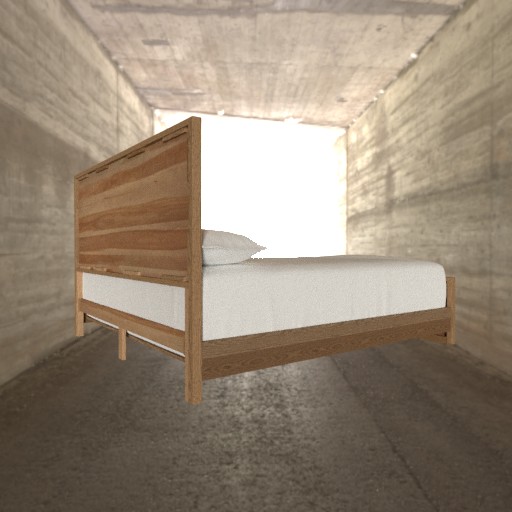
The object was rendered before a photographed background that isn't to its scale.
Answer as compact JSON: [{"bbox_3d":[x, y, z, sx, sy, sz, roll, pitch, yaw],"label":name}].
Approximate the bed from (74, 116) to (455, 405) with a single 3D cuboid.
[{"bbox_3d":[0.000,0.000,3.439,2.184,1.295,2.013,-1,1,-36],"label":"bed"}]
